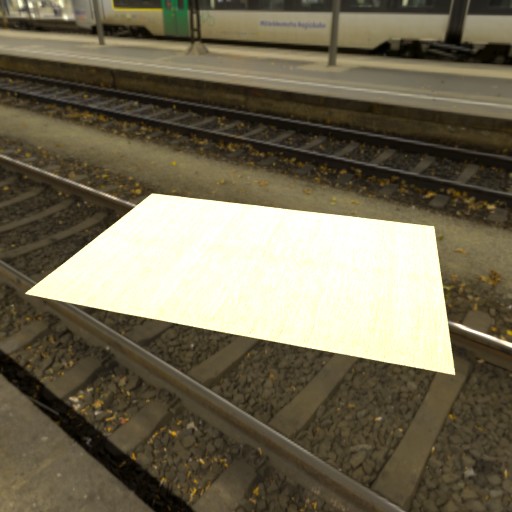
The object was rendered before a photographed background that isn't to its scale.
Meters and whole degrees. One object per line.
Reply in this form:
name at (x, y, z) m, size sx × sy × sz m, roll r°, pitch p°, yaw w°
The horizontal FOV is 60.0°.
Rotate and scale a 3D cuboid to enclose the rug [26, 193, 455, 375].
rug at (0.000, 0.000, 2.339) m, size 1.850 × 0.015 × 1.250 m, roll 8°, pitch 31°, yaw 14°
